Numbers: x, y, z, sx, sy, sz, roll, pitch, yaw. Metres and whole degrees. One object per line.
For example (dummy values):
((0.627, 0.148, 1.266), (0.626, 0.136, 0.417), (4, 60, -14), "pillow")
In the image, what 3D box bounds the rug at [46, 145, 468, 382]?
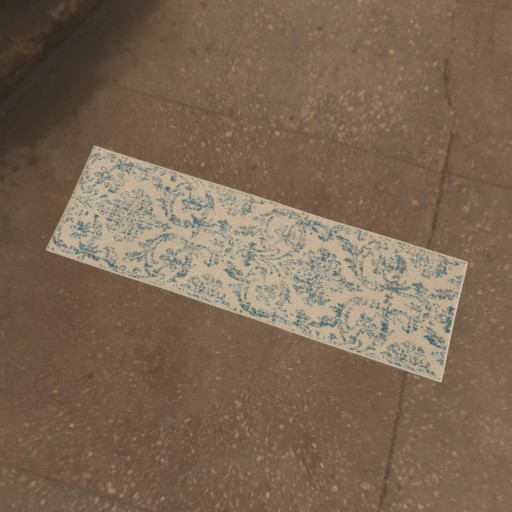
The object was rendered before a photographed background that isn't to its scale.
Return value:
((0.000, 0.000, 2.404), (2.196, 0.011, 0.662), (18, 77, 4), "rug")
